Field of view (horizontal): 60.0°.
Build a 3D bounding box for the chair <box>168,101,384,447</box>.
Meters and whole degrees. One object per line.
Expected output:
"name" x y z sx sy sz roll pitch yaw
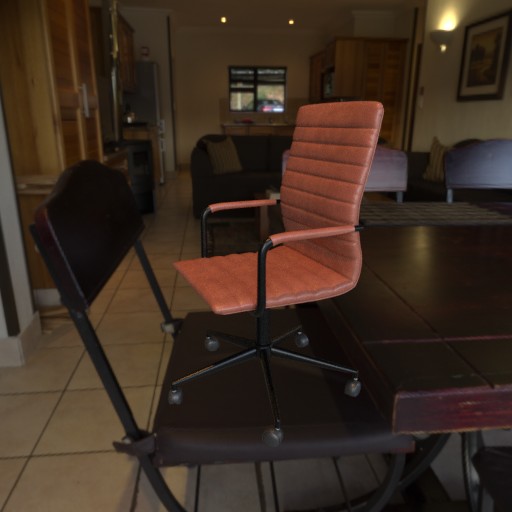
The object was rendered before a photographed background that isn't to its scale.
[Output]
"chair" 0.000 0.000 1.326 0.578 0.878 0.600 -8 19 -24
